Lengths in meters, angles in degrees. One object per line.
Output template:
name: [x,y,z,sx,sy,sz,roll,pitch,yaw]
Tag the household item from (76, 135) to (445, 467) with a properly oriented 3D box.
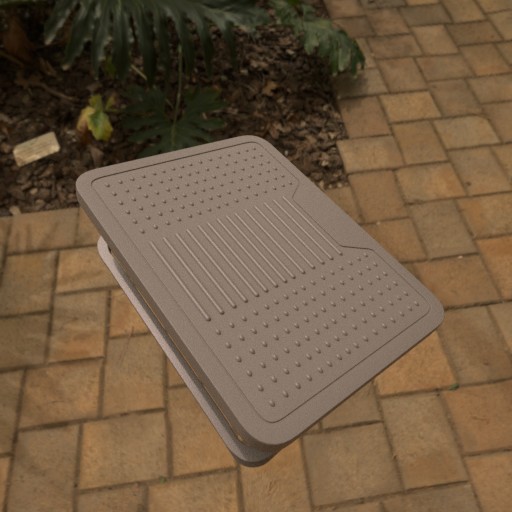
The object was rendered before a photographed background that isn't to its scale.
household item: [0.000,0.000,0.542,0.301,0.126,0.390,-32,63,-19]
